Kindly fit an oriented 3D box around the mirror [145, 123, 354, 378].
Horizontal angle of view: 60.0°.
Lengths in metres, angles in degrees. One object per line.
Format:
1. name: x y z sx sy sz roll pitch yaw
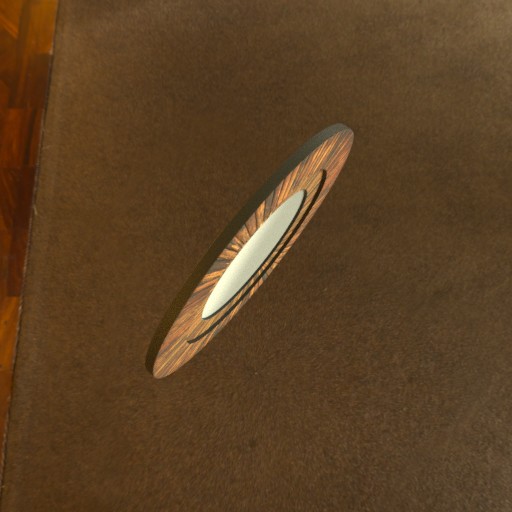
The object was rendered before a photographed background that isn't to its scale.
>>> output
1. mirror: 0.000 0.000 1.603 0.036 1.077 1.077 38 78 9
